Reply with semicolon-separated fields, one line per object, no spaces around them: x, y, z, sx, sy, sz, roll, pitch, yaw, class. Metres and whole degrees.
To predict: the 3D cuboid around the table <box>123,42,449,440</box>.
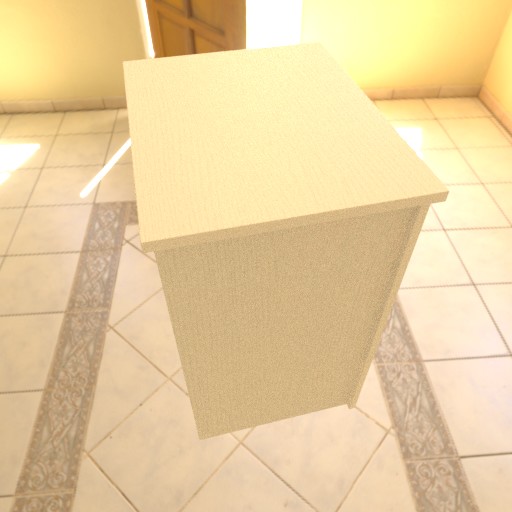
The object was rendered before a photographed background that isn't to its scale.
0.000;0.000;0.909;0.381;0.635;0.480;-10;48;-9;table
